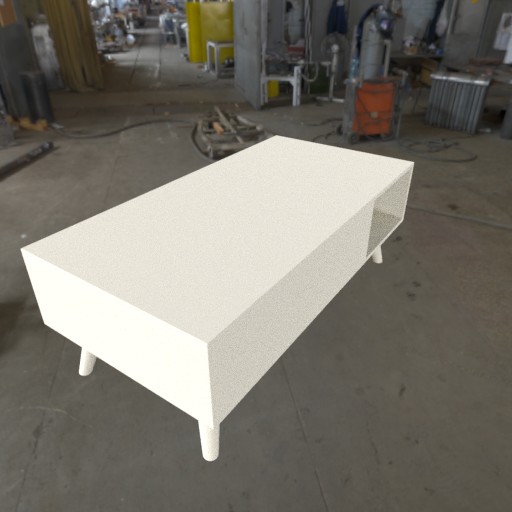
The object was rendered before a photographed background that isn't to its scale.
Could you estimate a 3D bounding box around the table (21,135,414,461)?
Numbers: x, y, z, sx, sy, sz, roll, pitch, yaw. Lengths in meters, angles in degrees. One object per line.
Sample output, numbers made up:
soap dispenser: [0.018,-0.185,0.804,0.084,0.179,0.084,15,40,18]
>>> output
table: [0.000,0.000,1.493,0.609,0.432,1.194,20,37,29]
